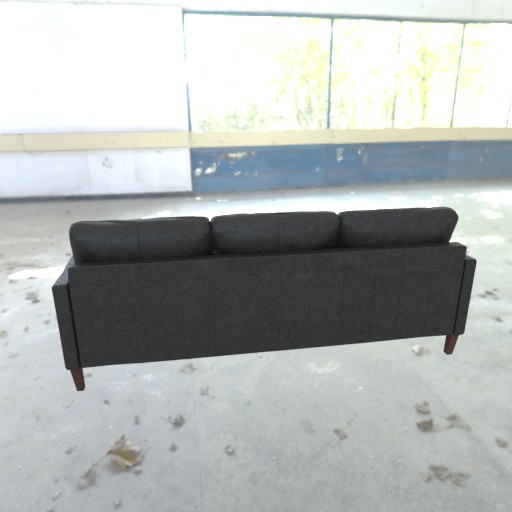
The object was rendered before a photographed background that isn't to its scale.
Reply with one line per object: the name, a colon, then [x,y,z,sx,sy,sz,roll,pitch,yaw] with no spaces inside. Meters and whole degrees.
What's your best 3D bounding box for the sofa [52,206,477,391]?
sofa: [0.000,0.000,2.951,2.178,0.876,1.497,-3,19,-9]
